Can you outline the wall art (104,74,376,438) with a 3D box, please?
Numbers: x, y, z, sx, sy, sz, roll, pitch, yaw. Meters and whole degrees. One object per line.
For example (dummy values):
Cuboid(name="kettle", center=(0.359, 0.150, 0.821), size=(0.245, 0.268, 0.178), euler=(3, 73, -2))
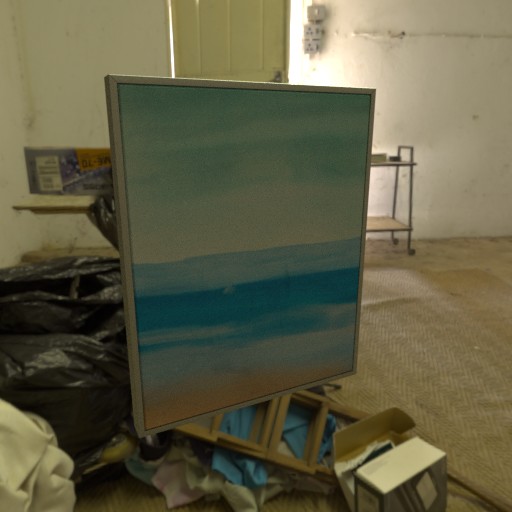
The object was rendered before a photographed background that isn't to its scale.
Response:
Cuboid(name="wall art", center=(0.000, 0.000, 0.759), size=(0.445, 0.553, 0.039), euler=(-8, 18, -25))
